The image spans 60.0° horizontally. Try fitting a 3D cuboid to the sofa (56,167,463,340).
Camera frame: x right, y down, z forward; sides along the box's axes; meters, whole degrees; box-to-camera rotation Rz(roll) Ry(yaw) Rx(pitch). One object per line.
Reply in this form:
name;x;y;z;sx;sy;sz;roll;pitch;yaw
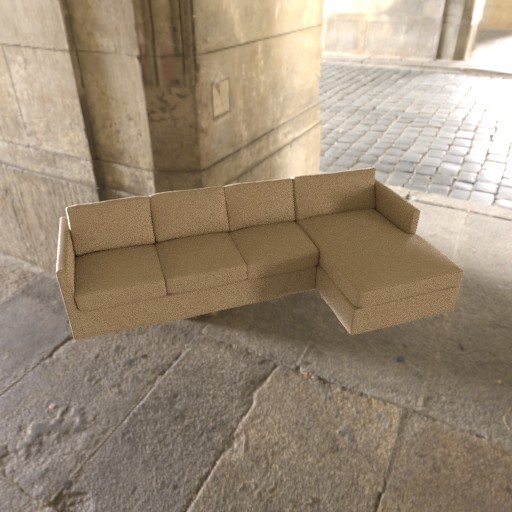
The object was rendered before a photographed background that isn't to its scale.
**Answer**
sofa;0.000;0.000;3.905;3.206;0.871;1.622;-10;34;-15
